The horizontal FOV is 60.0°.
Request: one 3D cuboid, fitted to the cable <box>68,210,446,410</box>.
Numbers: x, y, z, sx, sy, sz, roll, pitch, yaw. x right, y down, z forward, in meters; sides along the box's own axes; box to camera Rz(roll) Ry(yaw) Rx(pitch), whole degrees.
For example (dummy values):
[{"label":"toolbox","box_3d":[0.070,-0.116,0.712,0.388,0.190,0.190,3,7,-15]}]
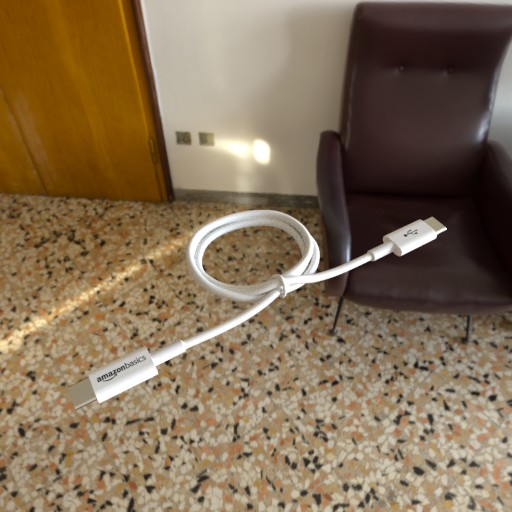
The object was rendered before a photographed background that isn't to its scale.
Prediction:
[{"label":"cable","box_3d":[0.000,0.000,0.226,0.203,0.014,0.070,-24,52,-20]}]
